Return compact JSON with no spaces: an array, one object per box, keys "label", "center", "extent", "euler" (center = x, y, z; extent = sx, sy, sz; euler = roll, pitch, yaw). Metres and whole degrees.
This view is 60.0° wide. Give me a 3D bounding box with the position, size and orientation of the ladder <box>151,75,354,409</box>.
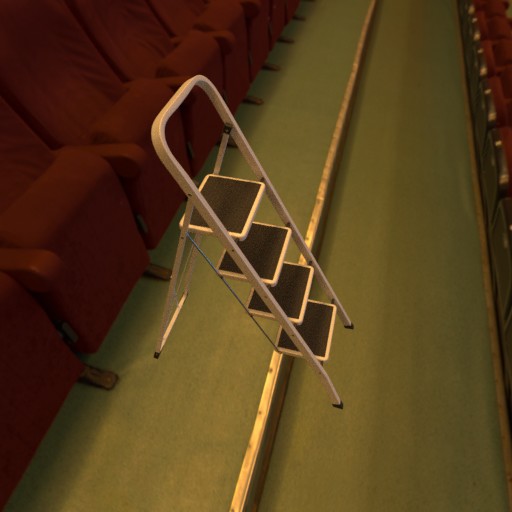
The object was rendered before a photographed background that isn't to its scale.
[{"label":"ladder","center":[0.000,0.000,1.733],"extent":[0.914,1.265,0.460],"euler":[11,48,10]}]
